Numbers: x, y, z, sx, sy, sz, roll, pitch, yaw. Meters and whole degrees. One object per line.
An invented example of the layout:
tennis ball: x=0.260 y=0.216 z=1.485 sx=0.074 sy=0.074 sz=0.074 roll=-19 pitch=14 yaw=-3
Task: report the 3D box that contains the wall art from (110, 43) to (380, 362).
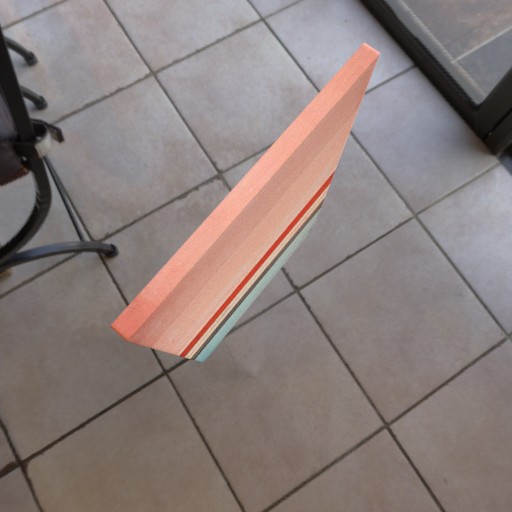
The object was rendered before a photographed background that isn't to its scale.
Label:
wall art: x=0.000 y=0.000 z=1.119 sx=0.038 sy=0.914 sz=0.610 roll=38 pitch=78 yaw=10
